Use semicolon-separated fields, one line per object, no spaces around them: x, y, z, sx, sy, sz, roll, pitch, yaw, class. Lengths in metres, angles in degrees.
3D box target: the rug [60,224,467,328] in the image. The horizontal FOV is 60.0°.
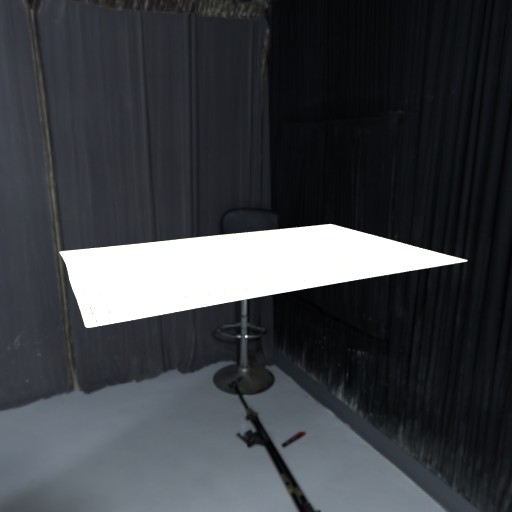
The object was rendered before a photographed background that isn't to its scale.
0.000;0.000;3.103;2.435;0.012;1.529;-7;16;-26;rug
